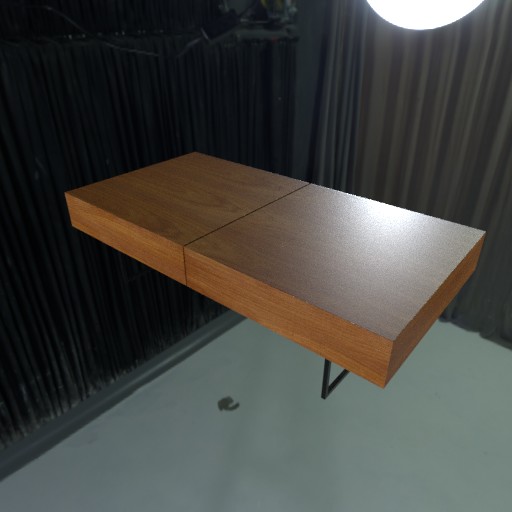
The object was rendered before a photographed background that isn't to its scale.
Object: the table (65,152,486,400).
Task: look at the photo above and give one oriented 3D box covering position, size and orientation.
[{"bbox_3d":[0.000,0.000,1.469,1.194,0.330,0.610,23,37,34],"label":"table"}]
